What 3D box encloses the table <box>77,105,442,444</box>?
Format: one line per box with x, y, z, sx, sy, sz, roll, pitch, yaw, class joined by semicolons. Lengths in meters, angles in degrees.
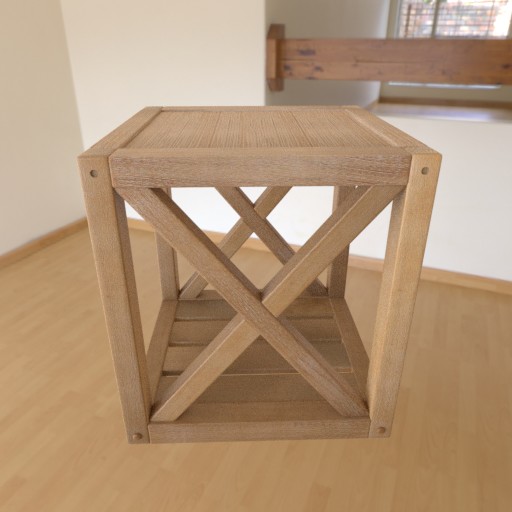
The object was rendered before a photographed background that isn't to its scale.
0.000;0.000;1.051;0.559;0.610;0.558;-1;26;-2;table
